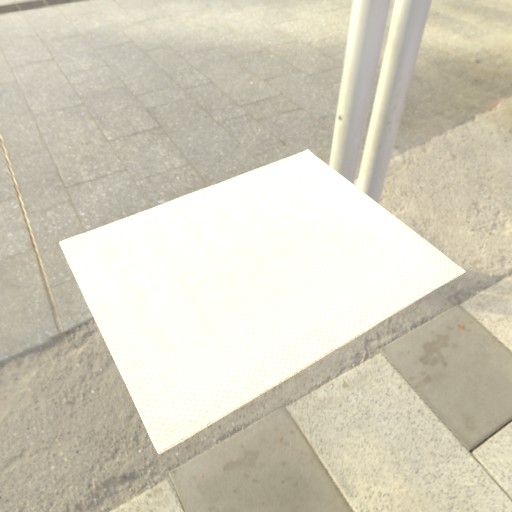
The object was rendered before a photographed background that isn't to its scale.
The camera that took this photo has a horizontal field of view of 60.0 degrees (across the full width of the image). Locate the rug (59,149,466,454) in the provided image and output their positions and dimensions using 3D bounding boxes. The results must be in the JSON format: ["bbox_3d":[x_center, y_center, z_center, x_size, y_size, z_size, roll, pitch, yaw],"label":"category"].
[{"bbox_3d":[0.000,0.000,3.982,2.897,0.035,2.277,-25,51,-22],"label":"rug"}]
